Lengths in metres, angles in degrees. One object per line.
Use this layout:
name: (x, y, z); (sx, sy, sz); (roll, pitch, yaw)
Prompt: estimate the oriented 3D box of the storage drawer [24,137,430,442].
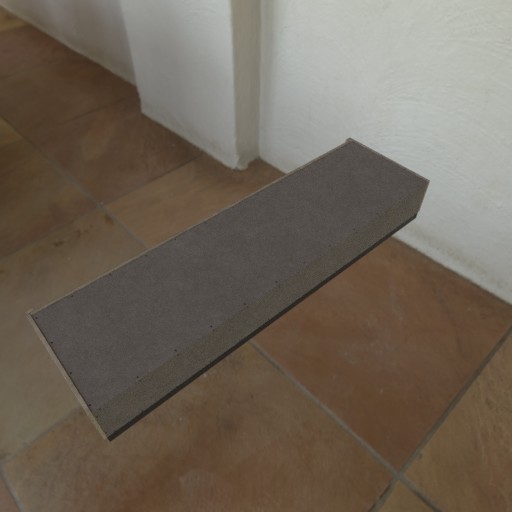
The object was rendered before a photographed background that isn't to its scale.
storage drawer: (0.000, 0.000, 2.278); (2.072, 0.274, 0.591); (-32, 54, -27)
